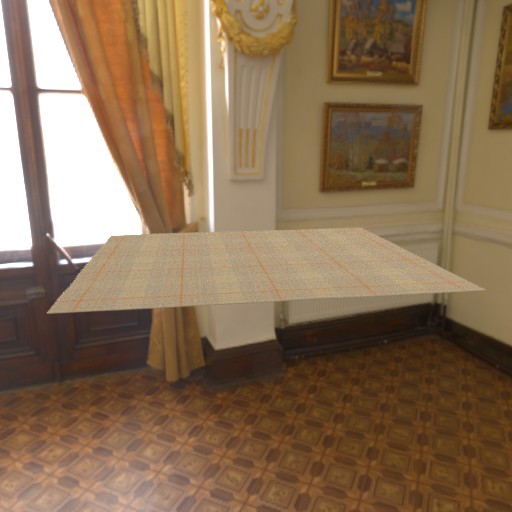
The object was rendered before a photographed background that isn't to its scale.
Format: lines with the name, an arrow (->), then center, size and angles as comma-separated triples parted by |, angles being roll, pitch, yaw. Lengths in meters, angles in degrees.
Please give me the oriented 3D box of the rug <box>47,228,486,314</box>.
rug -> 0.000, 0.000, 4.197 | 3.051, 0.021, 2.448 | -2, 15, -8
